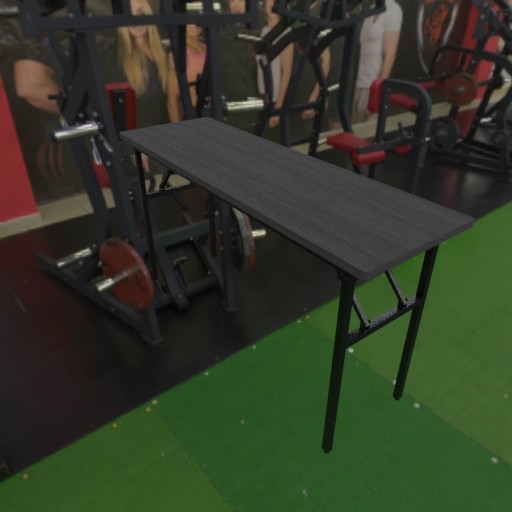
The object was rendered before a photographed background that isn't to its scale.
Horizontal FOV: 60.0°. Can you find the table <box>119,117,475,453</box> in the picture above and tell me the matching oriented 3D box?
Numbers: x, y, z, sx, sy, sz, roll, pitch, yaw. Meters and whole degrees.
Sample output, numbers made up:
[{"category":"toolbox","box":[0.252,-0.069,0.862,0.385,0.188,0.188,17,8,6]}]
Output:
[{"category":"table","box":[0.000,0.000,1.763,0.449,0.750,1.399,-21,37,-31]}]
